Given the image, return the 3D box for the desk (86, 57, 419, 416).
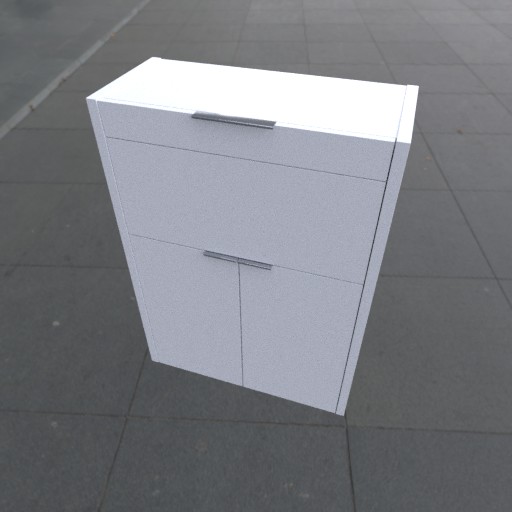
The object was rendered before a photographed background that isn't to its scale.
[{"bbox_3d":[0.000,0.000,1.614,0.850,1.190,0.390,12,42,14],"label":"desk"}]
